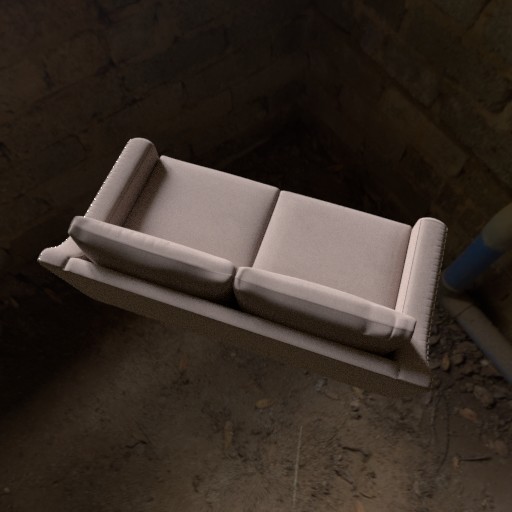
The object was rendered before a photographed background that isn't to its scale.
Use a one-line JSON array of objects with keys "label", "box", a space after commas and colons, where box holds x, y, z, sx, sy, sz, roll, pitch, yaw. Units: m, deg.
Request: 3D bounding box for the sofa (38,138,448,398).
[{"label": "sofa", "box": [0.000, 0.000, 2.544, 1.967, 0.901, 1.030, 17, 65, 8]}]
